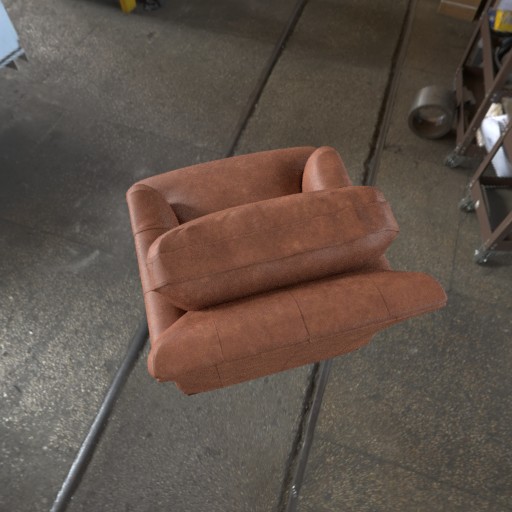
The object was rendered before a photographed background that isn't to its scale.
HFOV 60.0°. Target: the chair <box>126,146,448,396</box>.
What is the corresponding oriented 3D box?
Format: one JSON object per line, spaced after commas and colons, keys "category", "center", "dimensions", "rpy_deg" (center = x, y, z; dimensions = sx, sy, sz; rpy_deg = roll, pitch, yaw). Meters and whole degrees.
{"category": "chair", "center": [0.000, 0.000, 1.925], "dimensions": [0.986, 1.055, 1.158], "rpy_deg": [-13, 60, -8]}
